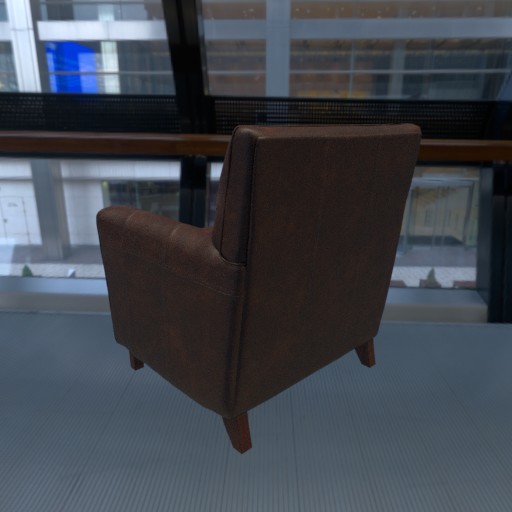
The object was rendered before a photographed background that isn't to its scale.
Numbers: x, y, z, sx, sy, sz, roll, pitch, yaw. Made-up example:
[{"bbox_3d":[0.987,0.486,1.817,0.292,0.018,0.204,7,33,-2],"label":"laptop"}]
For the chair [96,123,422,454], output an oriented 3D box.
[{"bbox_3d":[0.000,0.000,1.645,0.870,0.943,0.823,-16,23,-42],"label":"chair"}]
